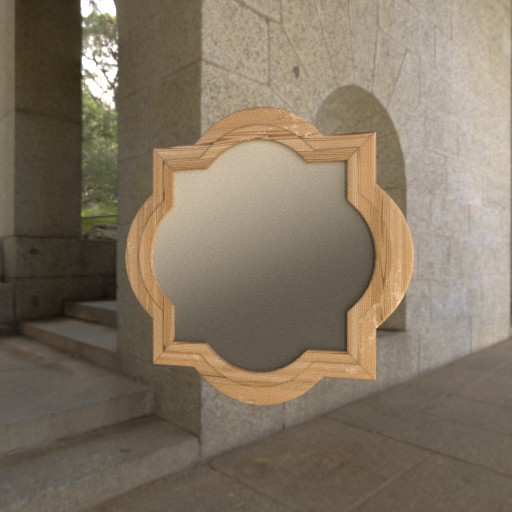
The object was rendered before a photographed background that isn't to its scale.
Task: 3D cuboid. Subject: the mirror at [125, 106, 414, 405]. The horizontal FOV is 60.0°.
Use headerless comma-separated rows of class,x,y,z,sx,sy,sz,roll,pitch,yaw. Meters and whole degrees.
mirror,0.000,0.000,1.046,0.686,0.686,0.019,0,0,16
